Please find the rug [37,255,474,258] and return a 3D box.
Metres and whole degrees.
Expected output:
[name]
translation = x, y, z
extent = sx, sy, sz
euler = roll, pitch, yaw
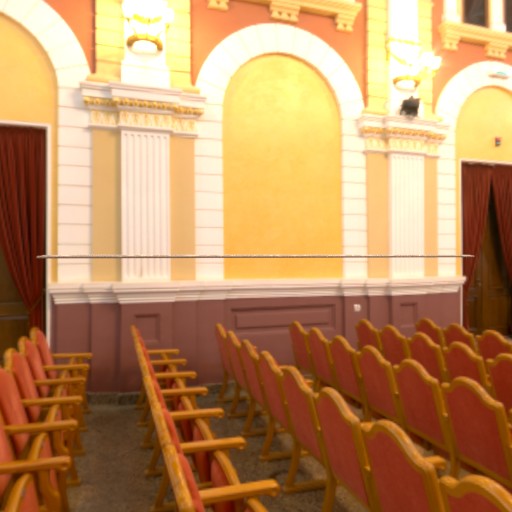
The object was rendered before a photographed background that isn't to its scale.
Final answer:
[rug]
translation = 0.000, 0.000, 1.458
extent = 1.219, 0.007, 0.604
euler = 0, 0, -18
